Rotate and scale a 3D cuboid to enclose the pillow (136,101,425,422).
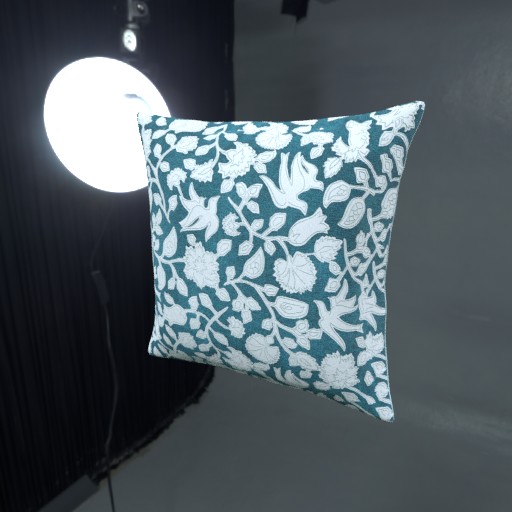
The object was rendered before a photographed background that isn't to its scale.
[{"bbox_3d":[0.000,0.000,0.794,0.525,0.508,0.166,8,17,27],"label":"pillow"}]
